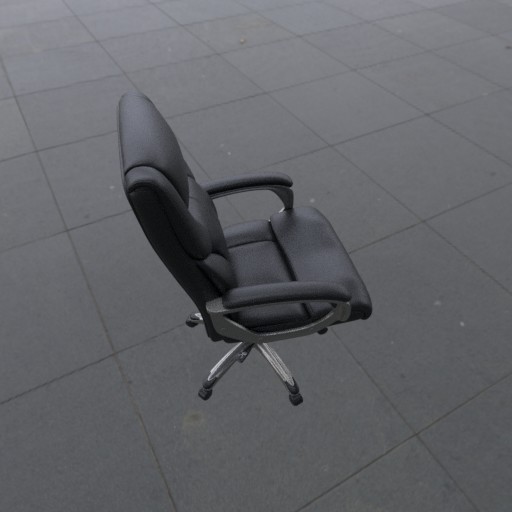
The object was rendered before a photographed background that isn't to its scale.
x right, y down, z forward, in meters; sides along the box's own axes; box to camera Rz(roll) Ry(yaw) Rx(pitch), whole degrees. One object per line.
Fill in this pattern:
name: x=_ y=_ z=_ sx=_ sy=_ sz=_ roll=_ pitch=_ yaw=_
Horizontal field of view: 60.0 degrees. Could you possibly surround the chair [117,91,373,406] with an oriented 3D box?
chair: x=0.000 y=0.000 z=1.595 sx=0.739 sy=1.155 sz=0.663 roll=-10 pitch=46 yaw=-10
